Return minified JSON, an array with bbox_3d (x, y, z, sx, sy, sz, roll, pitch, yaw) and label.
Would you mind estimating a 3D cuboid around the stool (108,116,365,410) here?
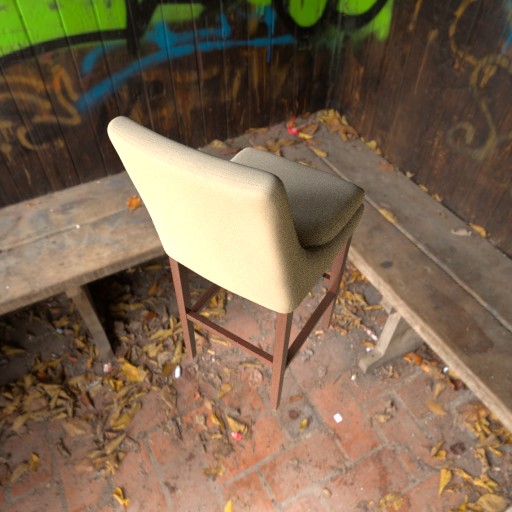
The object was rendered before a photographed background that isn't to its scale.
[{"bbox_3d":[0.000,0.000,1.395,0.470,1.078,0.577,25,52,21],"label":"stool"}]
